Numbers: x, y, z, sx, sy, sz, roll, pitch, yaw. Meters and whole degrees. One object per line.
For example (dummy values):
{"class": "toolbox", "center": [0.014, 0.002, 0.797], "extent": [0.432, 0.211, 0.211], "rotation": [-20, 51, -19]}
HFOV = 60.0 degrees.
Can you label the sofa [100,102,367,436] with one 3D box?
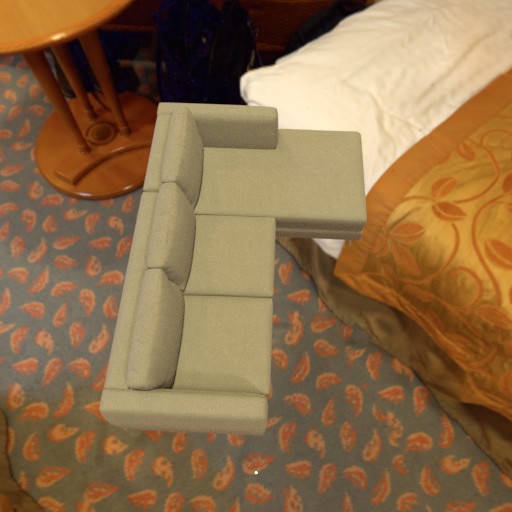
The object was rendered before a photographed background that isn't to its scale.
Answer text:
{"class": "sofa", "center": [0.000, 0.000, 3.084], "extent": [1.580, 0.860, 2.300], "rotation": [3, 64, 1]}
